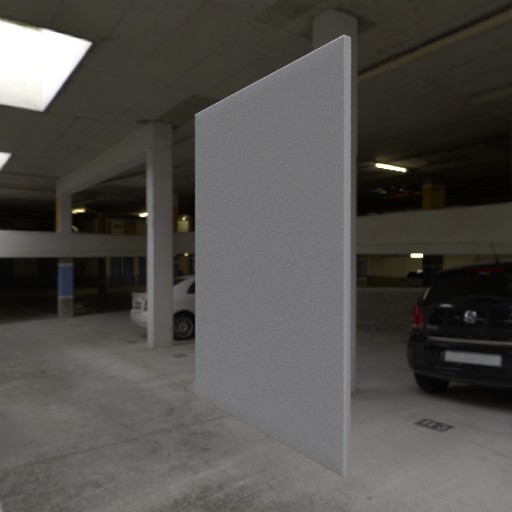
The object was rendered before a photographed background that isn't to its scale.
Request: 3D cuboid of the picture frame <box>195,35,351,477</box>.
[{"bbox_3d":[0.000,0.000,0.691,0.012,0.534,0.381,0,1,-36],"label":"picture frame"}]
